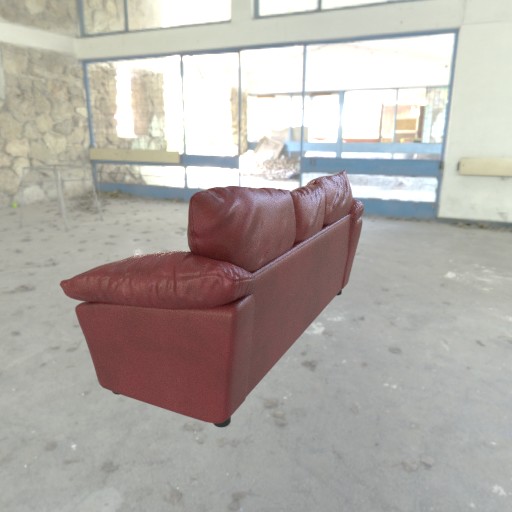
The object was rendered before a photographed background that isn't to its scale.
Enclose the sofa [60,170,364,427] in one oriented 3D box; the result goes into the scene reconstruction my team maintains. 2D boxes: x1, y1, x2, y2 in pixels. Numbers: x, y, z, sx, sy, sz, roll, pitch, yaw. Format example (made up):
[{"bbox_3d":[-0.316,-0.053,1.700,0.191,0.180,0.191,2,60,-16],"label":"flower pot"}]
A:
[{"bbox_3d":[0.000,0.000,2.856,0.907,1.091,2.390,7,17,25],"label":"sofa"}]
